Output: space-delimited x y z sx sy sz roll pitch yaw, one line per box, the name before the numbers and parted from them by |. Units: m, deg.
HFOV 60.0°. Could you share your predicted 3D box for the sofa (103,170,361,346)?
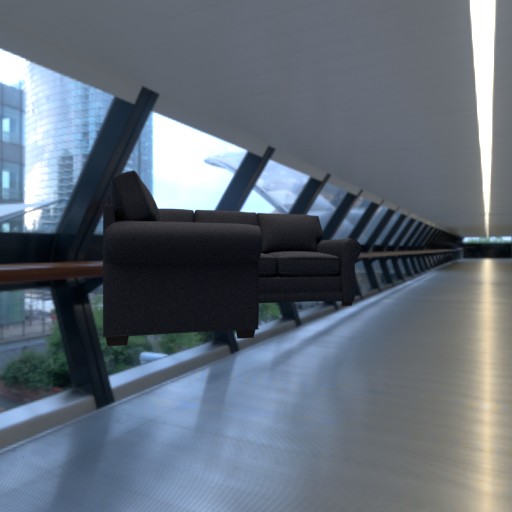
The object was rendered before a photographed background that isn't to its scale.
sofa | 0.000 0.000 3.974 2.562 1.042 2.487 0 0 -18
